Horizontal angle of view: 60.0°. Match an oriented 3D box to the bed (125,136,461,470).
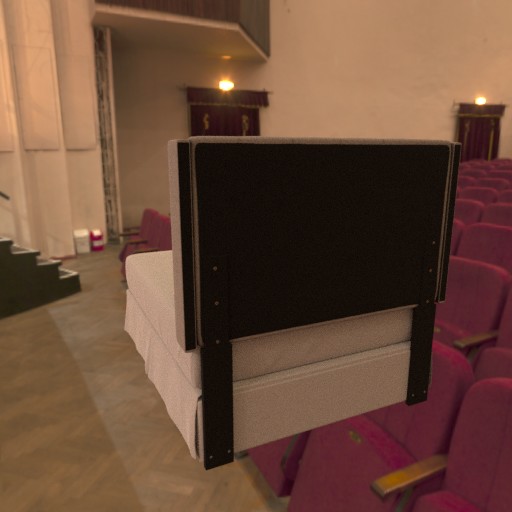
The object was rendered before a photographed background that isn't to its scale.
[{"bbox_3d":[0.000,0.000,3.313,1.719,1.665,2.066,-6,15,-25],"label":"bed"}]
